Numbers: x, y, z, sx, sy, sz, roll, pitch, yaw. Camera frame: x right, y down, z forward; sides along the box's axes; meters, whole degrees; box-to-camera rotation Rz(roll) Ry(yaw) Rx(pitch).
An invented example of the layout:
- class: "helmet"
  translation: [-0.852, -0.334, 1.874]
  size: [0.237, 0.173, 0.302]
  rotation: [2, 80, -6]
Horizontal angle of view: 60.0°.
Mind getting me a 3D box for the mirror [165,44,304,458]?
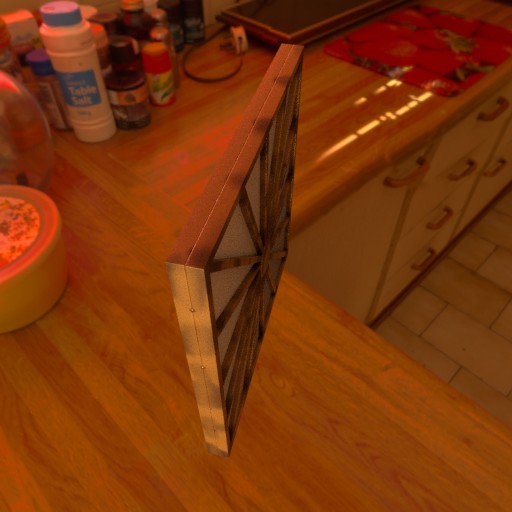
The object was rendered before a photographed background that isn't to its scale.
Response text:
- class: "mirror"
  translation: [0.000, 0.000, 0.761]
  size: [0.042, 0.507, 0.509]
  rotation: [11, 48, 10]
